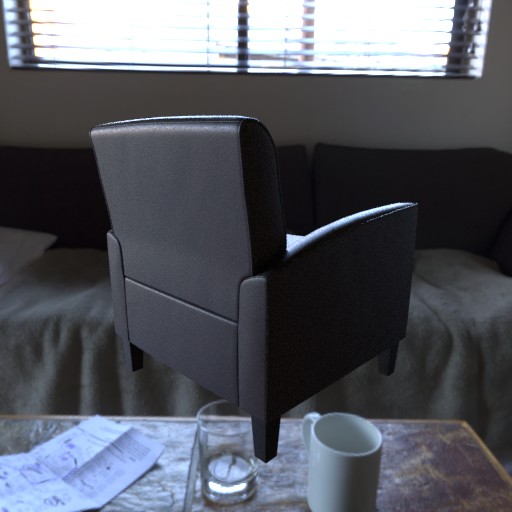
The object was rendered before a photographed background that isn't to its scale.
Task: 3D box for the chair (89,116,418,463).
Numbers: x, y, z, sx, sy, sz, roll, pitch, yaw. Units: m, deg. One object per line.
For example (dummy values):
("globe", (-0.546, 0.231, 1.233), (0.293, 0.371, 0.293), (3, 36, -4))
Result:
("chair", (0.000, 0.000, 1.582), (0.819, 0.916, 0.820), (-14, 20, -43))
